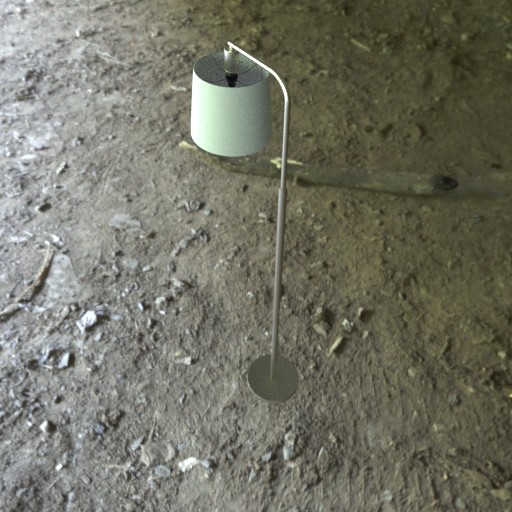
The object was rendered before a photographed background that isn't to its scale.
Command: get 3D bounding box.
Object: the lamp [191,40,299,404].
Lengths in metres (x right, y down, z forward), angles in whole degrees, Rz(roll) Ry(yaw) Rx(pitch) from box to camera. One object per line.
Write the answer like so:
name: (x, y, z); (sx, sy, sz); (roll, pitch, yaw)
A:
lamp: (0.000, 0.000, 1.658); (0.254, 1.478, 0.508); (-29, 52, -25)
